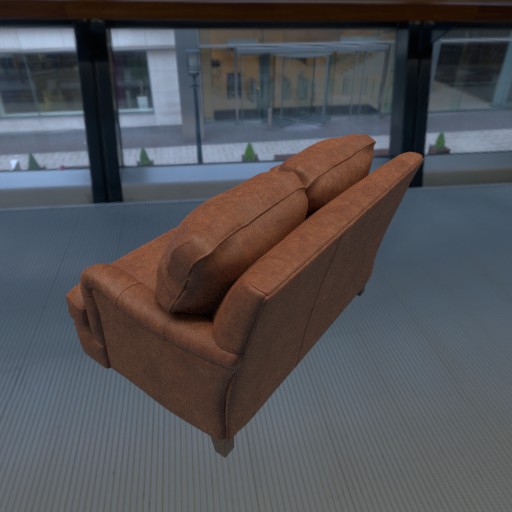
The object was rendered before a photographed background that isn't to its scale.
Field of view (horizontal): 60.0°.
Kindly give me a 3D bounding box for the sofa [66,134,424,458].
[{"bbox_3d":[0.000,0.000,2.208,1.077,1.004,1.527,21,38,29],"label":"sofa"}]
